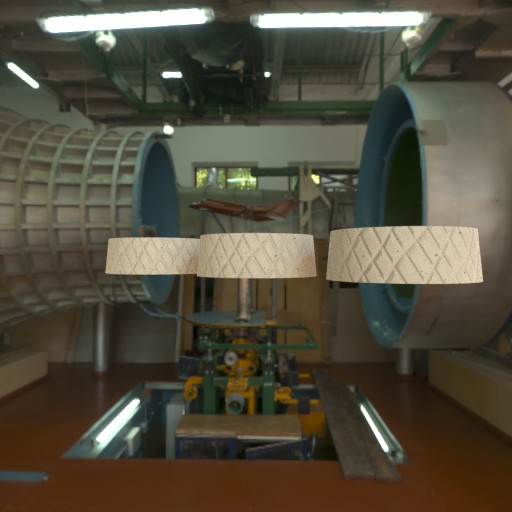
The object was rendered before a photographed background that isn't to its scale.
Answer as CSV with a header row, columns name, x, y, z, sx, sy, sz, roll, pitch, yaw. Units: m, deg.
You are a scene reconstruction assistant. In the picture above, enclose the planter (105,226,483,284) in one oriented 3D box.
name,x,y,z,sx,sy,sz,roll,pitch,yaw
planter,0.000,0.000,0.424,0.390,0.038,0.114,0,0,36
